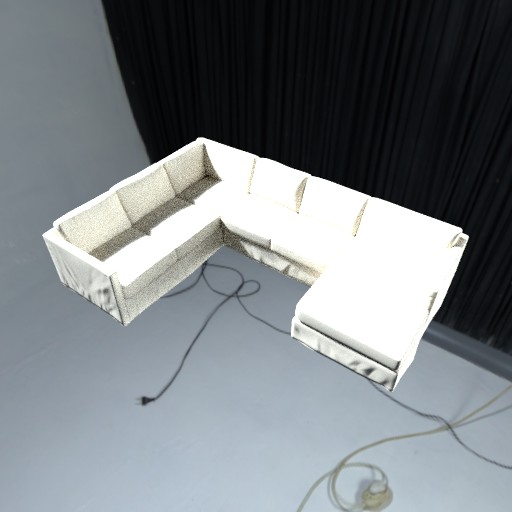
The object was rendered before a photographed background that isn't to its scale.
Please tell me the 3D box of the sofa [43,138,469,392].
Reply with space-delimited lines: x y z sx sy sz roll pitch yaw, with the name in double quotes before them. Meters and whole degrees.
"sofa" 0.000 0.000 4.499 3.460 0.882 2.427 25 47 26
